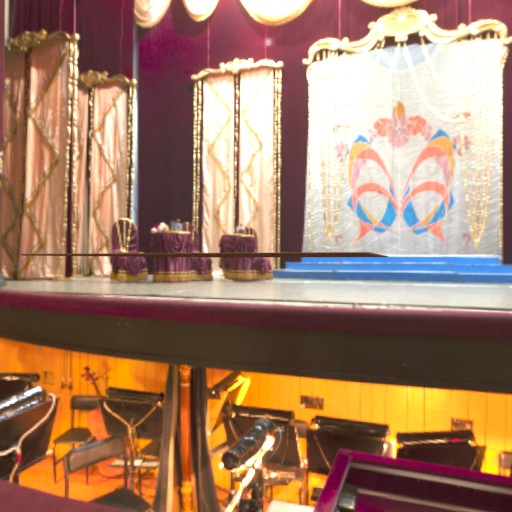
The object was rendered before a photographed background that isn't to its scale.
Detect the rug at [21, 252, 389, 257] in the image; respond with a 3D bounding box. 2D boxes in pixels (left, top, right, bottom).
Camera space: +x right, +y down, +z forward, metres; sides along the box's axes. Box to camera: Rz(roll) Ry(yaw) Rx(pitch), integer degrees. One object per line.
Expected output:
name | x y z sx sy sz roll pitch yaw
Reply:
rug | 0.000 0.000 2.893 1.593 0.008 2.238 0 0 18
